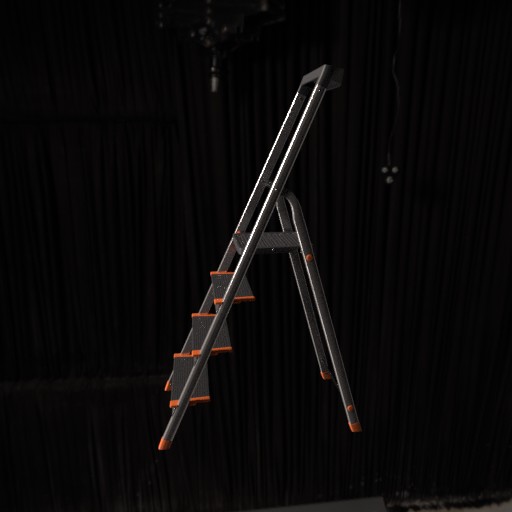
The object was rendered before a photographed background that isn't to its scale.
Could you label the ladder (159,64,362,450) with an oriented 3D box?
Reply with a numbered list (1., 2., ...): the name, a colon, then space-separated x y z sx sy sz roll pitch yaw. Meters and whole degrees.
1. ladder: 0.000 0.000 1.827 0.834 1.429 0.452 -2 15 -8
